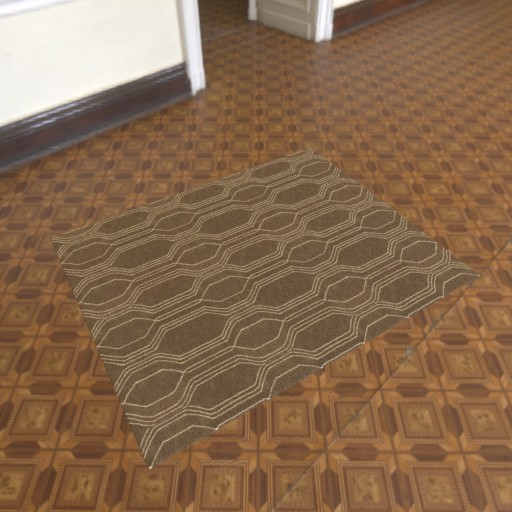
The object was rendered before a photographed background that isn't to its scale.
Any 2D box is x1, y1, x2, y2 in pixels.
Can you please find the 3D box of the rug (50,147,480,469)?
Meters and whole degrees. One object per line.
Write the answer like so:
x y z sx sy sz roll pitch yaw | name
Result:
0.000 0.000 4.021 3.062 0.012 2.457 -24 50 -22 | rug
